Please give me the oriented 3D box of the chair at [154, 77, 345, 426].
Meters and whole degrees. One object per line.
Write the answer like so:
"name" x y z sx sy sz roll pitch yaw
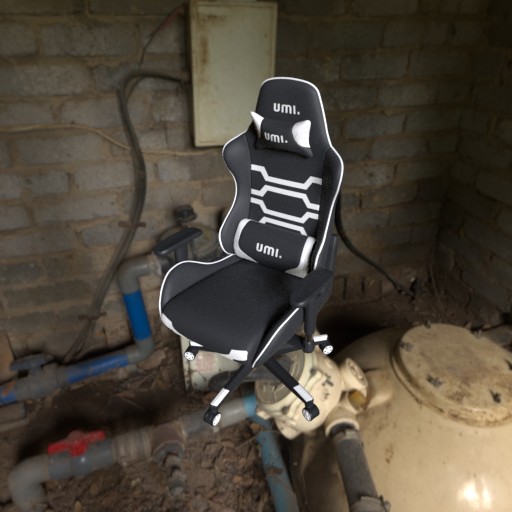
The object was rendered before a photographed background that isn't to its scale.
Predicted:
"chair" 0.000 0.000 1.707 0.700 1.240 0.700 18 35 29
